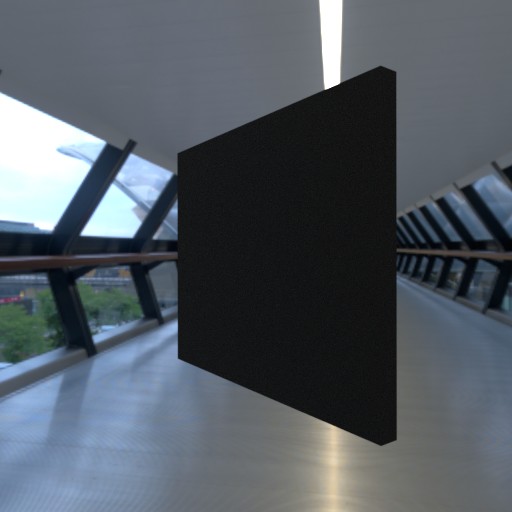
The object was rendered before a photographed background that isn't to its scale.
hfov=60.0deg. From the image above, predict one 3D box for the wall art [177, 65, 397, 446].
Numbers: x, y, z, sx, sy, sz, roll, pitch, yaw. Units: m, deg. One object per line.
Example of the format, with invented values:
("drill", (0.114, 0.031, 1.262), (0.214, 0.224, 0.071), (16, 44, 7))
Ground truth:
("wall art", (0.000, 0.000, 0.768), (0.031, 0.457, 0.558), (0, 0, -36))
